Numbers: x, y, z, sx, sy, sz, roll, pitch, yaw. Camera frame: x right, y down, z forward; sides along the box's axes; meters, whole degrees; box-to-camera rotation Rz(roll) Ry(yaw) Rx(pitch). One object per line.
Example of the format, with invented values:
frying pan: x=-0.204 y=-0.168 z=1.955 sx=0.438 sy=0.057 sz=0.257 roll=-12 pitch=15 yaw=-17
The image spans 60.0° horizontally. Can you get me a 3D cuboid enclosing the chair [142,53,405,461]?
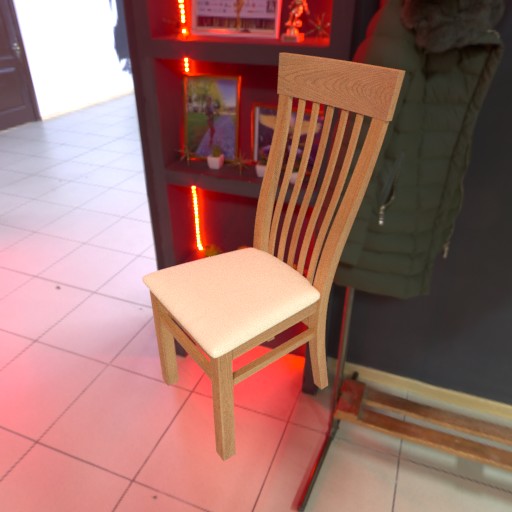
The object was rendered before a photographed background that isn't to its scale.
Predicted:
chair: x=0.000 y=0.000 z=1.339 sx=0.580 sy=1.050 sz=0.450 roll=-21 pitch=37 yaw=-31
